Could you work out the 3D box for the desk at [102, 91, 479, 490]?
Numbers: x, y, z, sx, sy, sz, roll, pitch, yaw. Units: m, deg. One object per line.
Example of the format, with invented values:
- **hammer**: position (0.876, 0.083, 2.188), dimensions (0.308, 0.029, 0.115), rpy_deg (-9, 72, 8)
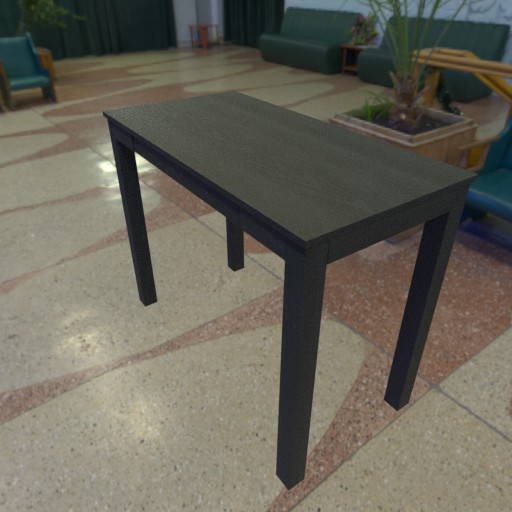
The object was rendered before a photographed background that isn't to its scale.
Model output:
- **desk**: position (0.000, 0.000, 1.399), dimensions (0.499, 0.762, 0.991), rpy_deg (-21, 38, -29)
